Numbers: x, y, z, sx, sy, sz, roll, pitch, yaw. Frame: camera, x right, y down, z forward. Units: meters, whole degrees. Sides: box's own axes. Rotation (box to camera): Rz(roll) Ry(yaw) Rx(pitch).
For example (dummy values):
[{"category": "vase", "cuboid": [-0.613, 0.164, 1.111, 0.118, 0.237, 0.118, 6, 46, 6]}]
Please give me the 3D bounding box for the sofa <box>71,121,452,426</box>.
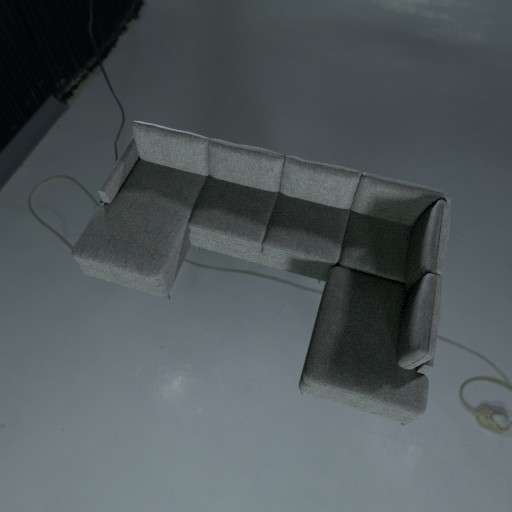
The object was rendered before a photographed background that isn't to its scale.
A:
[{"category": "sofa", "cuboid": [0.000, 0.000, 4.255, 3.423, 0.999, 2.048, 15, 61, 9]}]
